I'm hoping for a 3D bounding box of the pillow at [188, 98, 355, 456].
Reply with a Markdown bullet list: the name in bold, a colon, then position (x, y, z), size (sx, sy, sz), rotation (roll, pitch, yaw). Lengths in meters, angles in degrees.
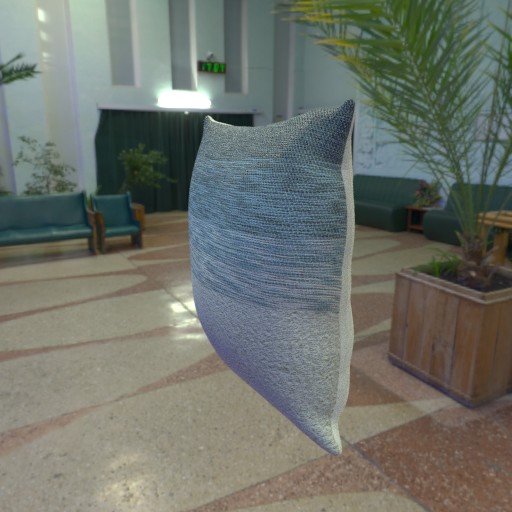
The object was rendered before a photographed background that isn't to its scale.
- **pillow**: position (0.000, 0.000, 0.690), size (0.182, 0.441, 0.440), rotation (-7, 15, -26)
